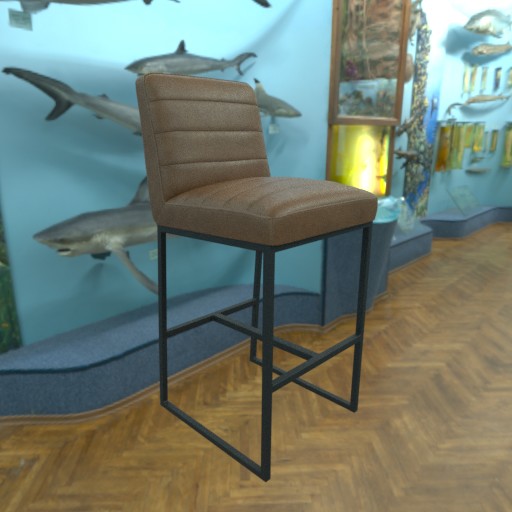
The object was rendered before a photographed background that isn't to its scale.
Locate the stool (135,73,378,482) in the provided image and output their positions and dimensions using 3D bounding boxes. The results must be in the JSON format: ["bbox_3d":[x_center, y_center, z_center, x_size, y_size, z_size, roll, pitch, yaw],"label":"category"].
[{"bbox_3d":[0.000,0.000,1.336,0.556,1.040,0.458,15,21,43],"label":"stool"}]
